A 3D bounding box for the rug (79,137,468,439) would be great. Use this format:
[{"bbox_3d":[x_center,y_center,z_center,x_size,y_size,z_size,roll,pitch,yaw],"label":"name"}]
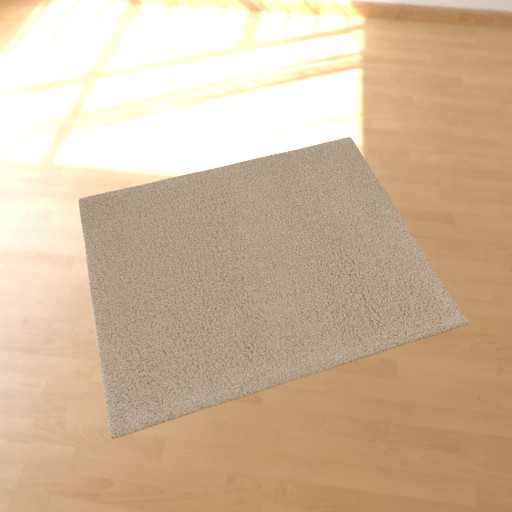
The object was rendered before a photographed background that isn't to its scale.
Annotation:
[{"bbox_3d":[0.000,0.000,4.163,3.047,0.029,2.438,-15,58,-10],"label":"rug"}]
